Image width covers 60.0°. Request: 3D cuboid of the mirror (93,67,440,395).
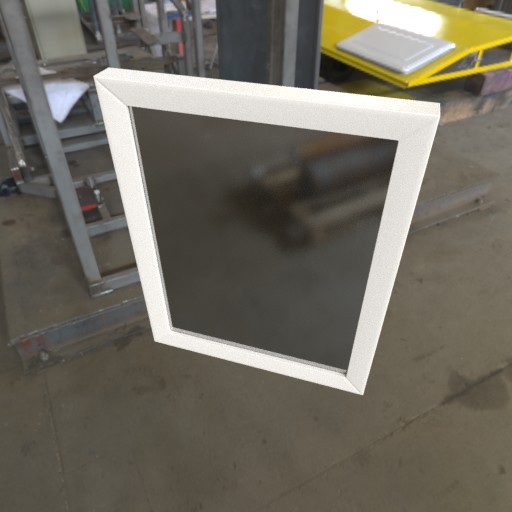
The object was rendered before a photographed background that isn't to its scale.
[{"bbox_3d":[0.000,0.000,0.675,0.405,0.508,0.041,11,41,13],"label":"mirror"}]
